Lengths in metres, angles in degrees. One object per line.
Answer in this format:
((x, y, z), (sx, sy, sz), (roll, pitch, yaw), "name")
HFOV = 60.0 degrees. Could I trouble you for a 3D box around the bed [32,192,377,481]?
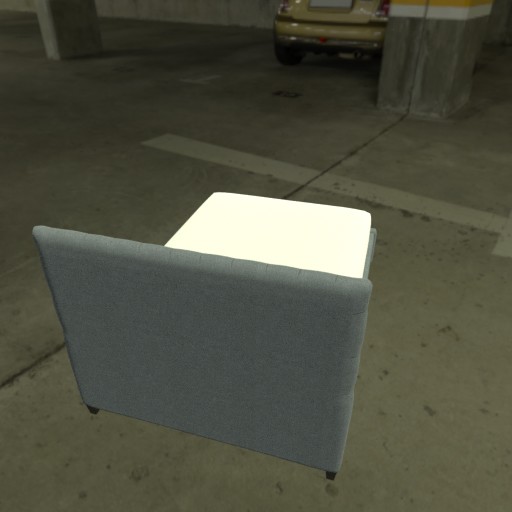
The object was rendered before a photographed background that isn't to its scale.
((0.000, 0.000, 3.317), (1.698, 1.411, 2.335), (9, 34, 14), "bed")
